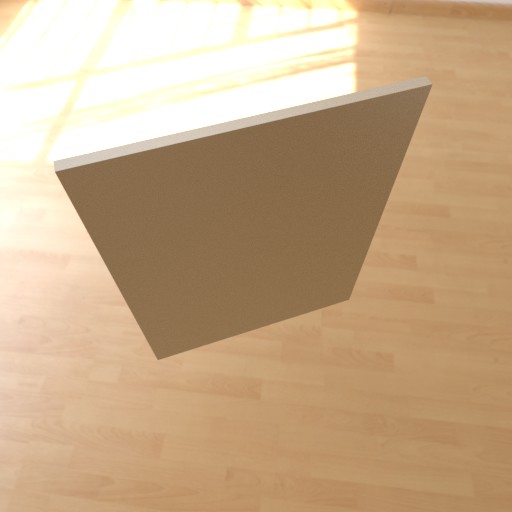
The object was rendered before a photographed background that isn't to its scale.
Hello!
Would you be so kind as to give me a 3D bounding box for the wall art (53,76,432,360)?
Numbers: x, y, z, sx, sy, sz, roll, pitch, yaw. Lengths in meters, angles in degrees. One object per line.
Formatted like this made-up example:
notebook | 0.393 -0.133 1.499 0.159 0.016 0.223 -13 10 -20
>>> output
wall art | 0.000 0.000 1.359 0.816 1.046 0.030 -16 59 -10
